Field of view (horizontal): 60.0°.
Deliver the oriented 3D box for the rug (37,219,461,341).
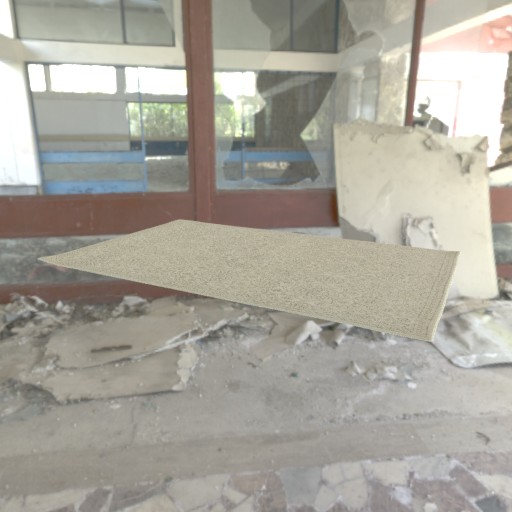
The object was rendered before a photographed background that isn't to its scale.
[{"bbox_3d":[0.000,0.000,2.389,1.947,0.023,1.214,8,18,27],"label":"rug"}]
